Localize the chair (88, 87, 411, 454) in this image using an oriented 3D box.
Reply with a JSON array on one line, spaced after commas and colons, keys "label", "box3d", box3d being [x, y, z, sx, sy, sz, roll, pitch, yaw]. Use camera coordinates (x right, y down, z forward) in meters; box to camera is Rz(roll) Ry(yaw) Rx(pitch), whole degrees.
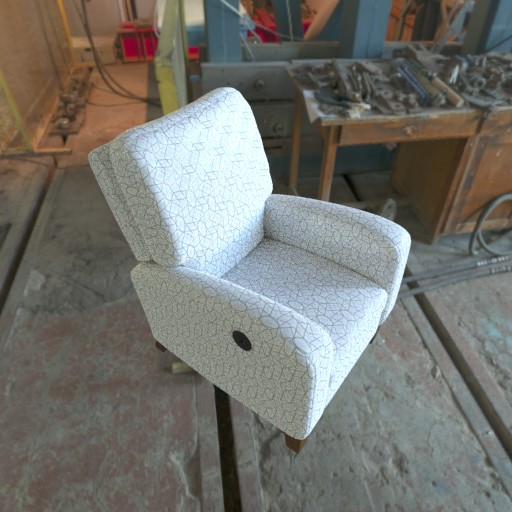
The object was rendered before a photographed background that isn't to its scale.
[{"label": "chair", "box3d": [0.000, 0.000, 1.786, 0.995, 1.064, 0.796, 25, 47, 26]}]
